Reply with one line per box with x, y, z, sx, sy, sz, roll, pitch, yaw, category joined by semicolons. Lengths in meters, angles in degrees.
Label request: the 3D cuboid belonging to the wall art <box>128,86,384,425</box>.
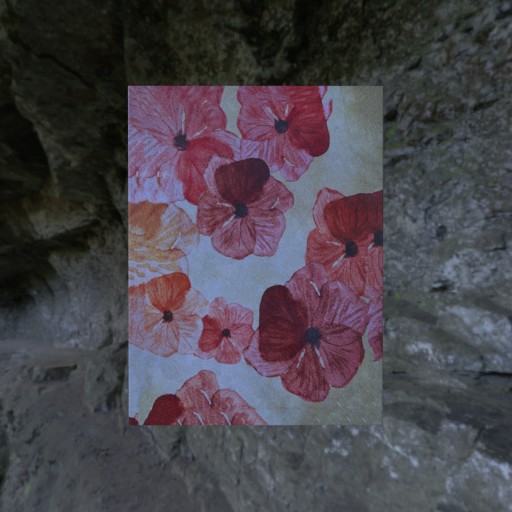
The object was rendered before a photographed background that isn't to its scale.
0.000;0.000;1.340;0.762;1.015;0.031;0;0;0;wall art
